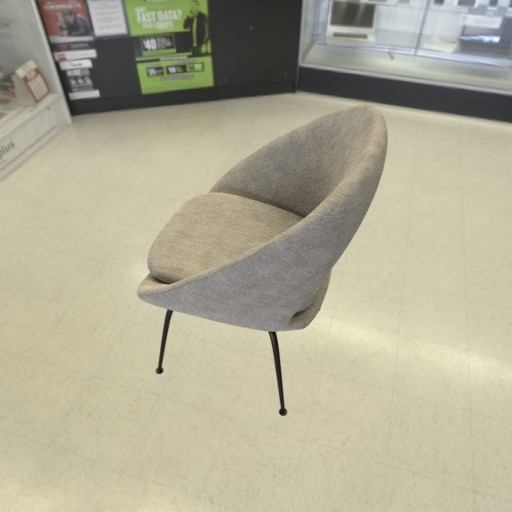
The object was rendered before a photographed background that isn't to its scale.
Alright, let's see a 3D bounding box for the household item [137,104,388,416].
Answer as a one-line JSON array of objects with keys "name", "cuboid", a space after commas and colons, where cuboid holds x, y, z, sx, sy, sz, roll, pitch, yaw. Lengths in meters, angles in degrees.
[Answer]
[{"name": "household item", "cuboid": [0.000, 0.000, 1.291, 0.587, 0.869, 0.643, 14, 47, 14]}]
